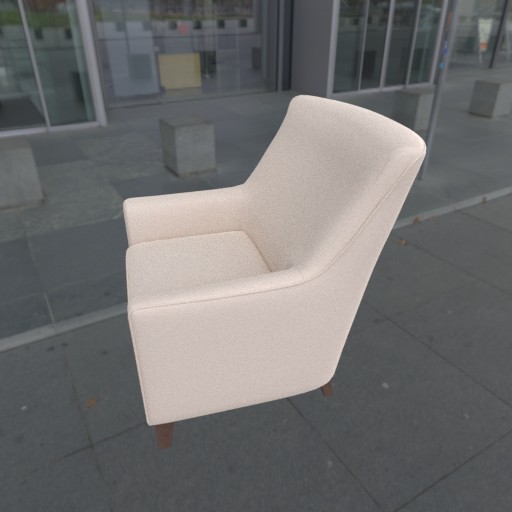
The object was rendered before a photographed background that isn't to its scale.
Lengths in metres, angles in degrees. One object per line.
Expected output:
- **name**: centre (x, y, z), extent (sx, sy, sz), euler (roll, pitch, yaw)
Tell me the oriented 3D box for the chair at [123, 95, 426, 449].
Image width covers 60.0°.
- **chair**: centre (0.000, 0.000, 1.526), extent (0.879, 0.916, 0.756), euler (-8, 31, -13)
